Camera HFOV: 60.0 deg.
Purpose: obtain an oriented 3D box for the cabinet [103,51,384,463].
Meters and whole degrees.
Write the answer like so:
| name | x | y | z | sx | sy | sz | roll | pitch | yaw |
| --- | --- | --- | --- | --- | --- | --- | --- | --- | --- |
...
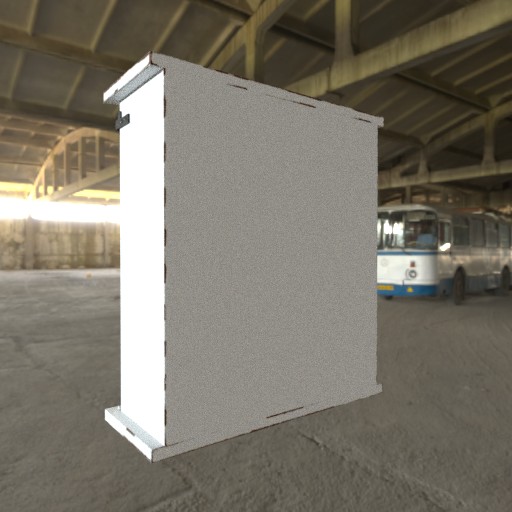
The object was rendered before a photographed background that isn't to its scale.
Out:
| name | x | y | z | sx | sy | sz | roll | pitch | yaw |
| --- | --- | --- | --- | --- | --- | --- | --- | --- | --- |
| cabinet | 0.000 | 0.000 | 0.893 | 0.541 | 0.603 | 0.210 | -1 | 1 | -37 |
